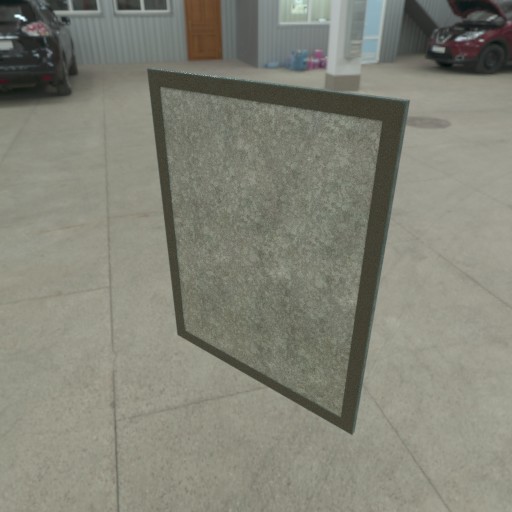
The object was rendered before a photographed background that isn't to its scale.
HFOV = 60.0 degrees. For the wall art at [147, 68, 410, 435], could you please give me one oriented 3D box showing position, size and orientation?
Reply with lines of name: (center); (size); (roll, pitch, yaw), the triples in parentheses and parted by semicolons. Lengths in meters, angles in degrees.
wall art: (0.000, 0.000, 1.323); (0.767, 0.983, 0.030); (21, 36, 32)
